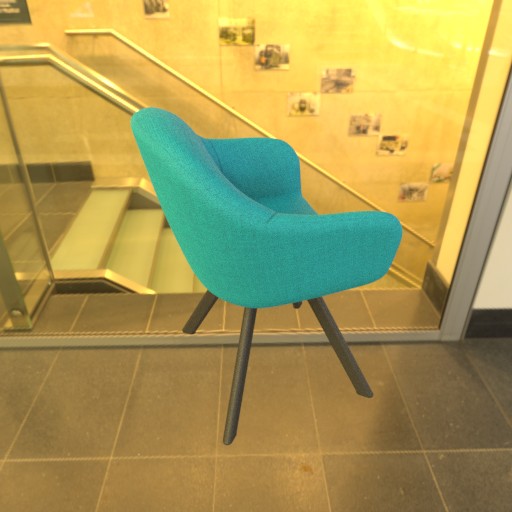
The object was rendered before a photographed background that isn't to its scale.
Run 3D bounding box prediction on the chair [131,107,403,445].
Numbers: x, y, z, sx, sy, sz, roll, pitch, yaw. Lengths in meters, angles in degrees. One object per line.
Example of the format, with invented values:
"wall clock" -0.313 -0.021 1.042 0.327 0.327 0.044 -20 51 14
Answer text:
"chair" 0.000 0.000 1.192 0.550 0.795 0.590 -11 33 -18
